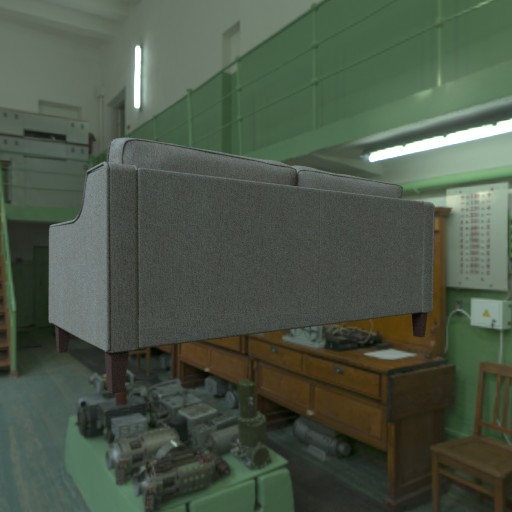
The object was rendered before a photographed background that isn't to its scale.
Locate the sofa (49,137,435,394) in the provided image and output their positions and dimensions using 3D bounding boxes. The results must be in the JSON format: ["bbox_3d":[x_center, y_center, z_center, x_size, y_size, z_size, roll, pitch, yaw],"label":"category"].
[{"bbox_3d":[0.000,0.000,2.742,2.181,1.074,1.073,0,0,-36],"label":"sofa"}]
